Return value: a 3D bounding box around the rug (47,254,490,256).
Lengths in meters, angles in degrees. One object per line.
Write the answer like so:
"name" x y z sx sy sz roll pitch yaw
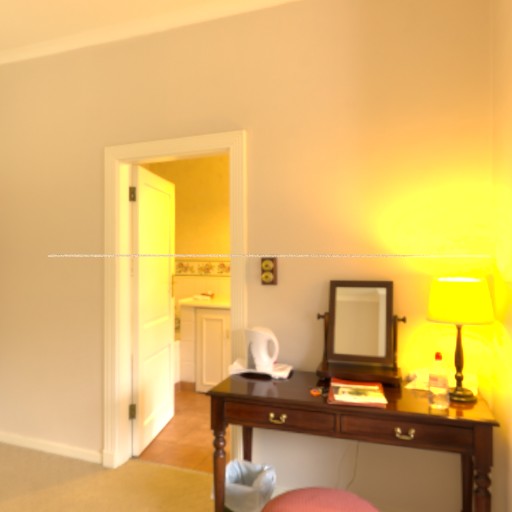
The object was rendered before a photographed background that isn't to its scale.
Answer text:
"rug" 0.000 0.000 2.862 2.284 0.008 1.522 0 0 -18
